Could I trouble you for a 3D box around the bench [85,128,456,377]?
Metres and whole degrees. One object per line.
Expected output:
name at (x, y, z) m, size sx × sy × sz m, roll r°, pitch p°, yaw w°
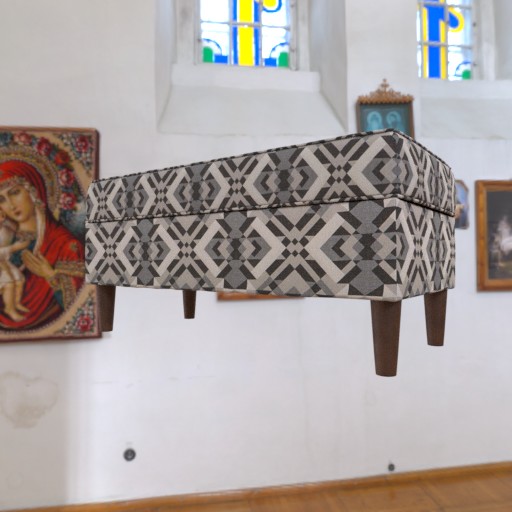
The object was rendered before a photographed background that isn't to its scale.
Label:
bench at (0.000, 0.000, 1.302) m, size 1.016 × 0.477 × 0.492 m, roll 0°, pitch -1°, yaw 36°
